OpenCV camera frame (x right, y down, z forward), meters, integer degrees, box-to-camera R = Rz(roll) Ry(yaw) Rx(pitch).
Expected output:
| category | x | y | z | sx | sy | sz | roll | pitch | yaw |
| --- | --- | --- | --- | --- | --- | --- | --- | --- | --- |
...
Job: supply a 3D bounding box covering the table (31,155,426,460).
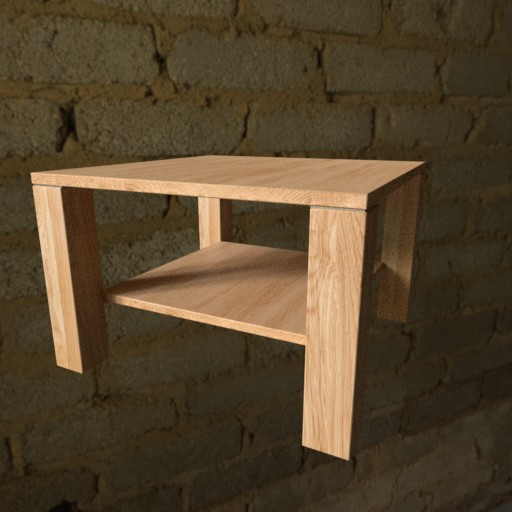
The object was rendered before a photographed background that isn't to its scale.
| category | x | y | z | sx | sy | sz | roll | pitch | yaw |
| --- | --- | --- | --- | --- | --- | --- | --- | --- | --- |
| table | 0.000 | 0.000 | 1.133 | 0.700 | 0.450 | 0.700 | 8 | 18 | 25 |
